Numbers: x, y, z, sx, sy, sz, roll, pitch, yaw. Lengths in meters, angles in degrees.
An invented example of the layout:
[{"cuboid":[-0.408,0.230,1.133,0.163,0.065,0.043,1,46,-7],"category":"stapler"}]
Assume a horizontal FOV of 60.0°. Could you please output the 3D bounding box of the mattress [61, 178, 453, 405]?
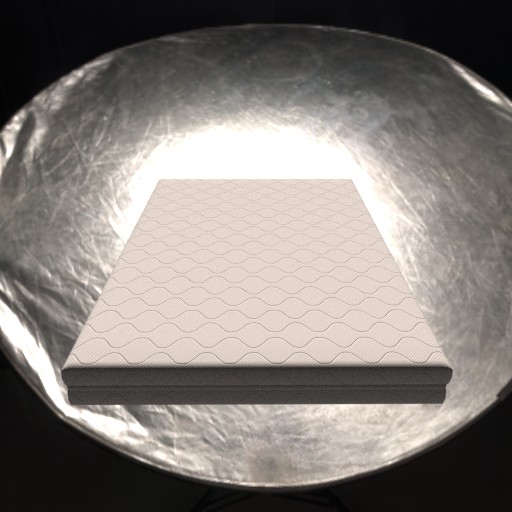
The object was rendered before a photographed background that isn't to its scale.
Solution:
[{"cuboid":[0.000,0.000,2.426,1.400,0.200,1.900,0,31,0],"category":"mattress"}]
